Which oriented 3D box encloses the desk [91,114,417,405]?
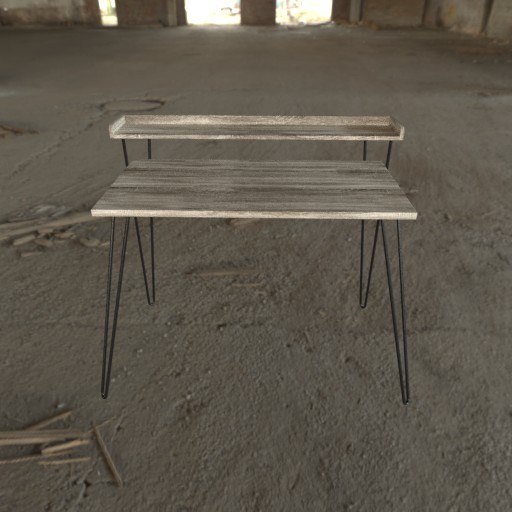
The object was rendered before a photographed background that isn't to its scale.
[{"bbox_3d":[0.000,0.000,1.654,1.135,0.899,0.605,1,30,1],"label":"desk"}]
